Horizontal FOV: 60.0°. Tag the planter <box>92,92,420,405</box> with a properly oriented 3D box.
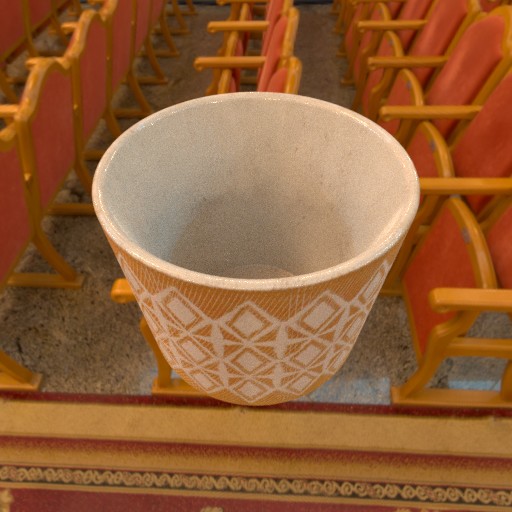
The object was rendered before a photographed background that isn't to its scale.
[{"bbox_3d":[0.000,0.000,0.213,0.126,0.104,0.126,0,46,0],"label":"planter"}]
